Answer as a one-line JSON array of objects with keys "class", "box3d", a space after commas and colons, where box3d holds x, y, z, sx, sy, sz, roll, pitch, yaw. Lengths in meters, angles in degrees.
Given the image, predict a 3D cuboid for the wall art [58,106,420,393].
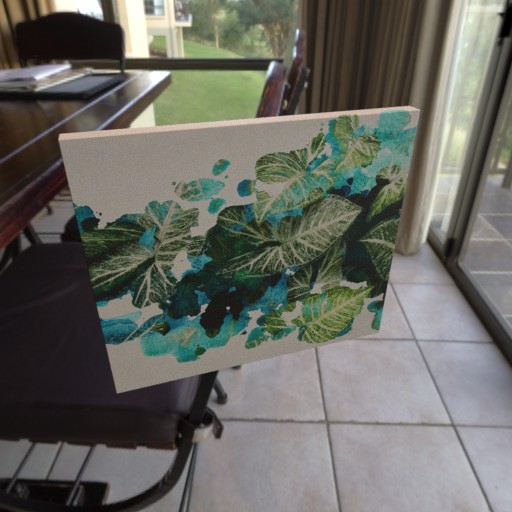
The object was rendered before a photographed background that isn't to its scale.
[{"class": "wall art", "box3d": [0.000, 0.000, 1.010, 0.711, 0.610, 0.043, -9, 32, -15]}]
